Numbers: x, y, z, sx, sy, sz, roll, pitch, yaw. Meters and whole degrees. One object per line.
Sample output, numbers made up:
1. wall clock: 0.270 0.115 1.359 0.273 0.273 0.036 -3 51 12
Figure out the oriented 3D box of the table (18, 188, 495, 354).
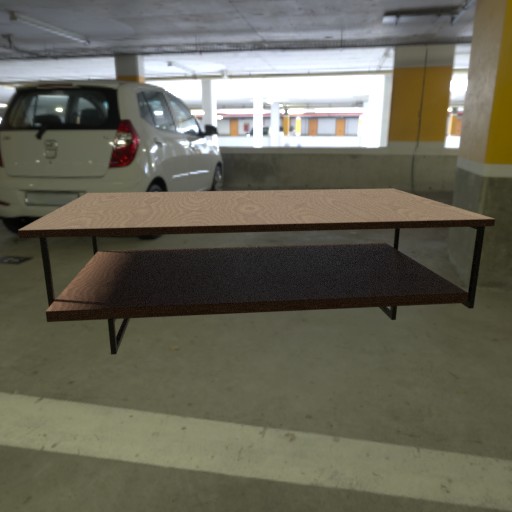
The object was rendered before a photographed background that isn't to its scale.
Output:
1. table: 0.000 0.000 1.461 1.197 0.347 0.651 -2 16 -6
